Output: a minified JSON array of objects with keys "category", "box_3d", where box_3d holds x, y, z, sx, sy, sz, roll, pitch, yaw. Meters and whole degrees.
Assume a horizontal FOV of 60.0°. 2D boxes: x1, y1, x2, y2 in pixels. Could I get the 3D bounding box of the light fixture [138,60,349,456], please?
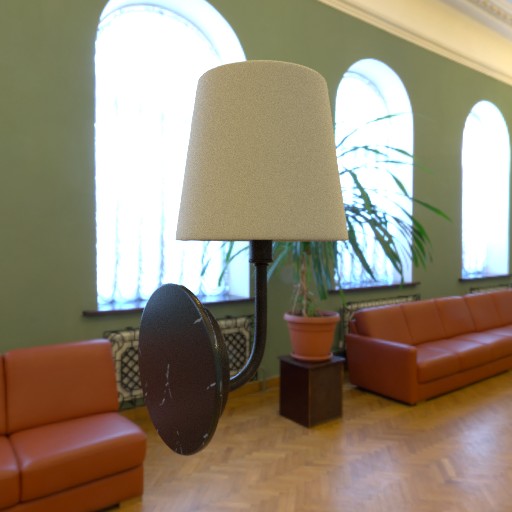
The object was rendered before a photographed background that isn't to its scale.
[{"category":"light fixture","box_3d":[0.000,0.000,0.440,0.188,0.337,0.168,-1,2,-38]}]
